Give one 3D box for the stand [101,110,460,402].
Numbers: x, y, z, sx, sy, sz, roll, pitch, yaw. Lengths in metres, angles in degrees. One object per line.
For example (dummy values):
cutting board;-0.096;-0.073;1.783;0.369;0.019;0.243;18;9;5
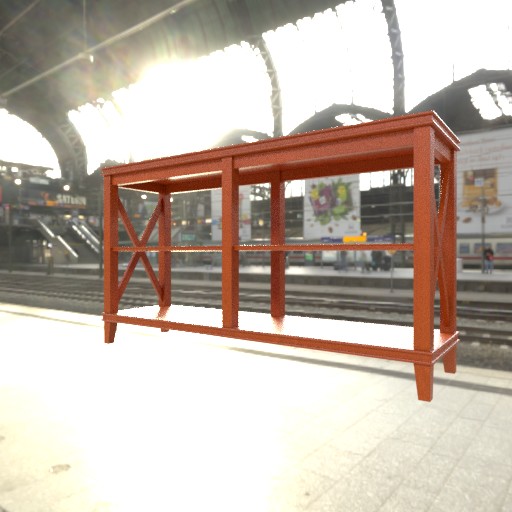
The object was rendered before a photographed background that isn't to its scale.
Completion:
stand;0.000;0.000;1.692;1.372;0.762;0.381;0;0;34
